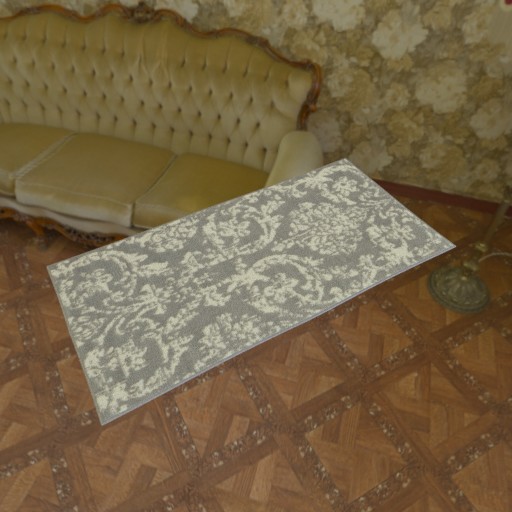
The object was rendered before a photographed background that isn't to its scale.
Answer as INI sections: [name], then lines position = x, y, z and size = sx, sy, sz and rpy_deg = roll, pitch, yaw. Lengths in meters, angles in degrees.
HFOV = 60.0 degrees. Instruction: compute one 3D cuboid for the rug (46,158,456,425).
[rug]
position = 0.000, 0.000, 1.465
size = 1.219, 0.007, 0.604
rpy_deg = -23, 50, -20
